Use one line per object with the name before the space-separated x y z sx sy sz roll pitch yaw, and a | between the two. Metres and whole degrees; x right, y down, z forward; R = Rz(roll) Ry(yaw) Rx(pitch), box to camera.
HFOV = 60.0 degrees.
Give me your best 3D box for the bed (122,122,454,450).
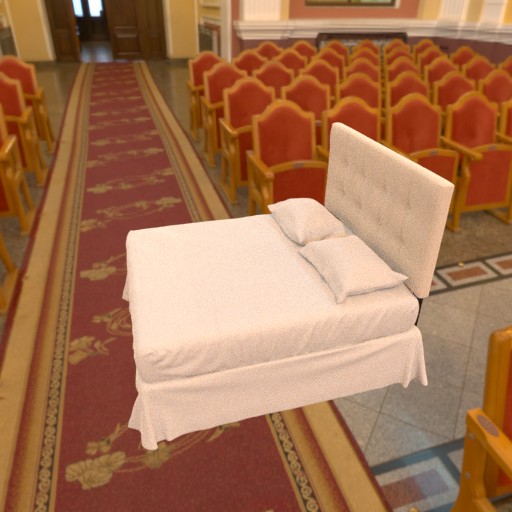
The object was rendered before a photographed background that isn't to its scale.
bed | 0.000 0.000 3.491 2.222 1.577 1.936 -8 31 -14
